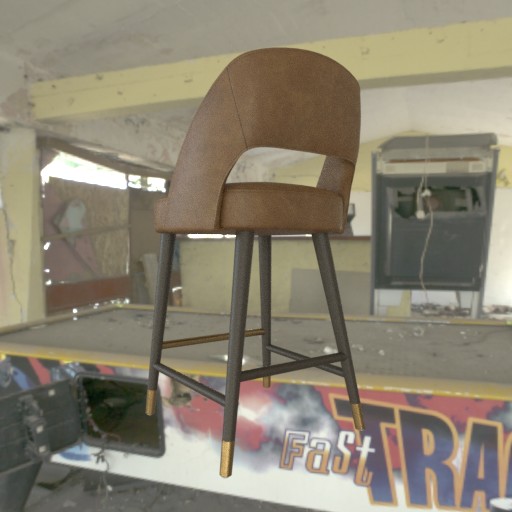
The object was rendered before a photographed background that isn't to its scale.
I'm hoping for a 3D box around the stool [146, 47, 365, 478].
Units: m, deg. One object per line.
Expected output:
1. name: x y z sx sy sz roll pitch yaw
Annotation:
1. stool: 0.000 0.000 1.226 0.494 0.940 0.509 -1 2 -35
